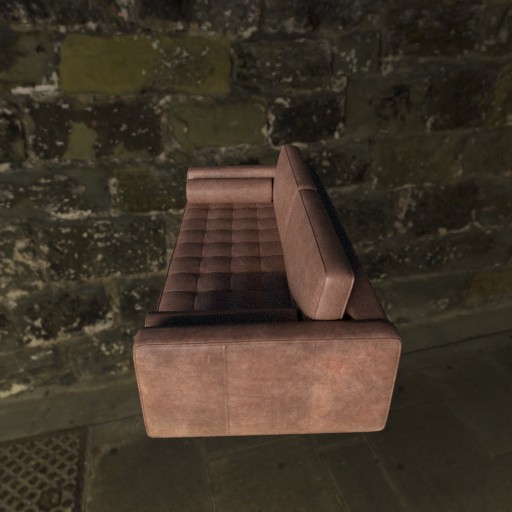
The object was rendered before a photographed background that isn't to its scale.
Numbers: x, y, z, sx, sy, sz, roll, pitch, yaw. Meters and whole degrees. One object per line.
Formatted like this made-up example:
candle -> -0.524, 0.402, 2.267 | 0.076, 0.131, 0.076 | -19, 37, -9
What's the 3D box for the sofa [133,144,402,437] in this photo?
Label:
sofa -> 0.000, 0.000, 2.319 | 0.910, 0.760, 1.870 | -1, 29, -2
